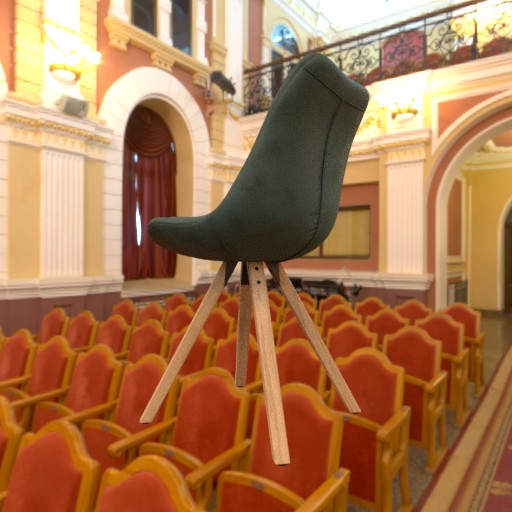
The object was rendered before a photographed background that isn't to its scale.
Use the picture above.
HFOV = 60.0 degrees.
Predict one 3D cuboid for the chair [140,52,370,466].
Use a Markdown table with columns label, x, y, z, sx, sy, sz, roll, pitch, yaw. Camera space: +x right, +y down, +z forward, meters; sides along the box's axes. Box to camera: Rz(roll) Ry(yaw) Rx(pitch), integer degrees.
| label | x | y | z | sx | sy | sz | roll | pitch | yaw |
| --- | --- | --- | --- | --- | --- | --- | --- | --- | --- |
| chair | 0.000 | 0.000 | 1.193 | 0.547 | 0.865 | 0.483 | 0 | 0 | 36 |
